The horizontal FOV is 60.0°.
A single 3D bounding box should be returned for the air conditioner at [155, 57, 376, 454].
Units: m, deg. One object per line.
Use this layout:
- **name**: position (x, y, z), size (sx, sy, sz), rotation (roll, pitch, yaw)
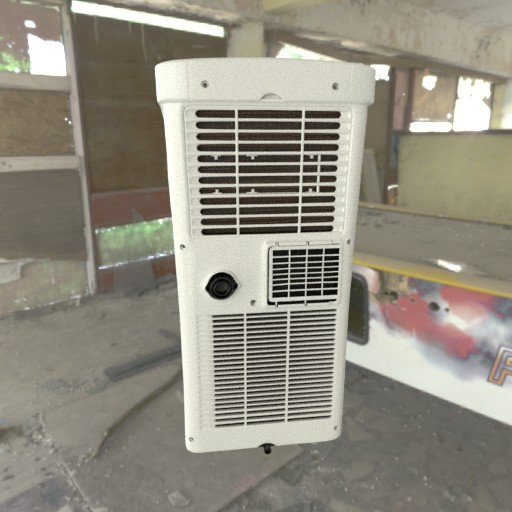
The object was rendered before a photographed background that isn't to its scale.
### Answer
- **air conditioner**: position (0.000, 0.000, 0.929), size (0.352, 0.716, 0.369), rotation (-2, 15, -7)
